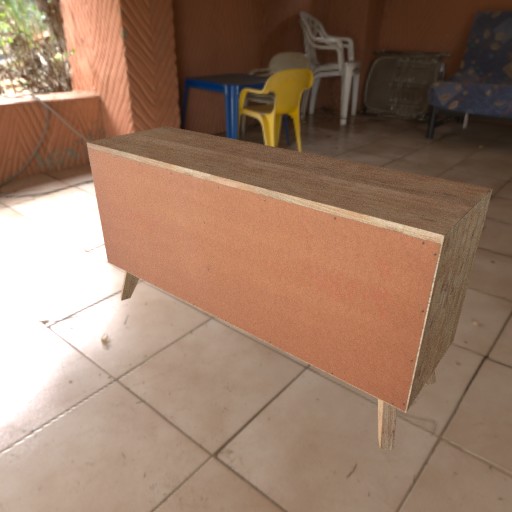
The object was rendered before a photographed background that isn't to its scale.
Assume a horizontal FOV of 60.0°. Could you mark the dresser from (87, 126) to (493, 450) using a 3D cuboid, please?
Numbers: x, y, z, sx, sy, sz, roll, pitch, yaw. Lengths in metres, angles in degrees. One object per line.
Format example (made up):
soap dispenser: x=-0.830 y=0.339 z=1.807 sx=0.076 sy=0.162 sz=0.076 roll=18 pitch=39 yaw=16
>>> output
dresser: x=0.000 y=0.000 z=1.861 sx=1.554 sy=0.805 sz=0.455 roll=20 pitch=34 yaw=34
